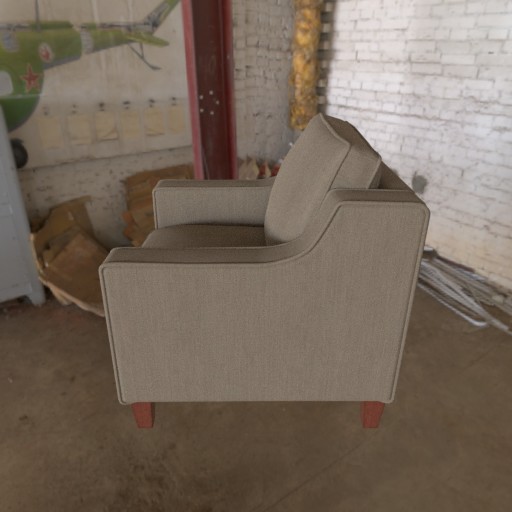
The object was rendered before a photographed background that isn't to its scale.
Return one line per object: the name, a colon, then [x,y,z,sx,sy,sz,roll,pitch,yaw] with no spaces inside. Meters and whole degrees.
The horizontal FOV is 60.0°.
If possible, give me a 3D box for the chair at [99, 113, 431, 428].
chair: [0.000,0.000,1.659,0.909,0.960,0.831,0,26,0]
